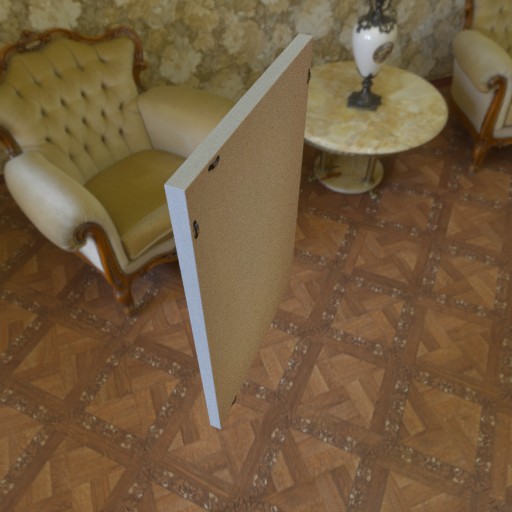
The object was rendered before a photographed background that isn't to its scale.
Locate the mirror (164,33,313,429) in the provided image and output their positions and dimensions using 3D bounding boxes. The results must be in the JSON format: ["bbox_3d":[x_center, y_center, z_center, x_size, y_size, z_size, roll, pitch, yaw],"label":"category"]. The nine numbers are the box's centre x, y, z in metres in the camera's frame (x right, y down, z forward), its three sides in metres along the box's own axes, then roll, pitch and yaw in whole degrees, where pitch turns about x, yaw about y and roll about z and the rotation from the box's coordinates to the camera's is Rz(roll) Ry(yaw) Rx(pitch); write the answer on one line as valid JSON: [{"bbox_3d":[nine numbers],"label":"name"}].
[{"bbox_3d":[0.000,0.000,1.181,0.040,0.915,0.609,17,50,15],"label":"mirror"}]
